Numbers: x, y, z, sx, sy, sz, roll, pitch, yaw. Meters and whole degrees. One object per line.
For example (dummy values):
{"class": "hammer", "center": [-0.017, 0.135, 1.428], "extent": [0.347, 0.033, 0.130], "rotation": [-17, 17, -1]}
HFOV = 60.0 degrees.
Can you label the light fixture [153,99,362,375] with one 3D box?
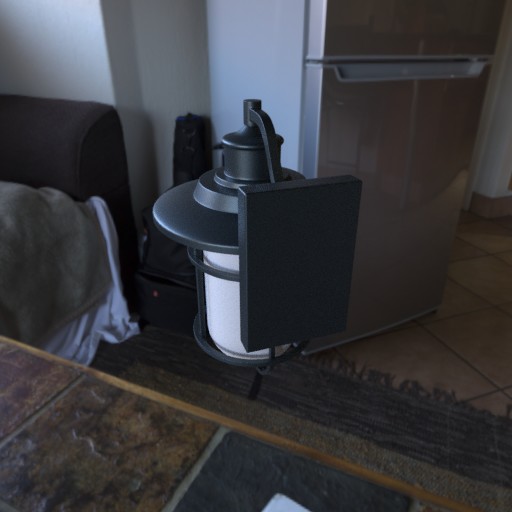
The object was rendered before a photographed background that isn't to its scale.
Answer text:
{"class": "light fixture", "center": [0.000, 0.000, 0.520], "extent": [0.222, 0.345, 0.252], "rotation": [-9, 28, -17]}
